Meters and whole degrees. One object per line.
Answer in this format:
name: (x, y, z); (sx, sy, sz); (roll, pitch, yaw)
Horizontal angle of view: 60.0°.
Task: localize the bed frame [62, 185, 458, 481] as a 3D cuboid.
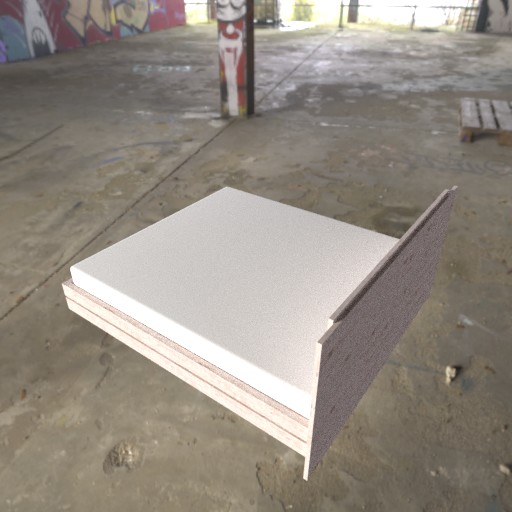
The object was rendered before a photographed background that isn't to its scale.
bed frame: (0.000, 0.000, 3.207); (2.080, 0.970, 1.950); (21, 38, 30)
